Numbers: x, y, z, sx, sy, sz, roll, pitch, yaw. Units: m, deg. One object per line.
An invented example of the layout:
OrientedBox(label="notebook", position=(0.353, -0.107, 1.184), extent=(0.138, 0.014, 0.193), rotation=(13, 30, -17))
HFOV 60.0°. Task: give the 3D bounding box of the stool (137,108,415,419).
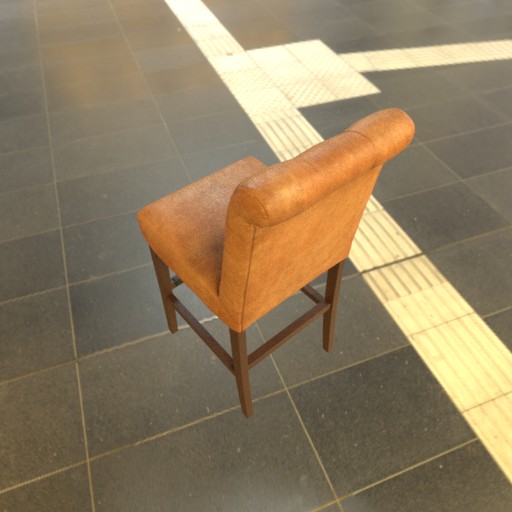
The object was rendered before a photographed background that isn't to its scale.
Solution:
OrientedBox(label="stool", position=(0.000, 0.000, 1.397), extent=(0.493, 1.047, 0.601), rotation=(-32, 54, -26))
